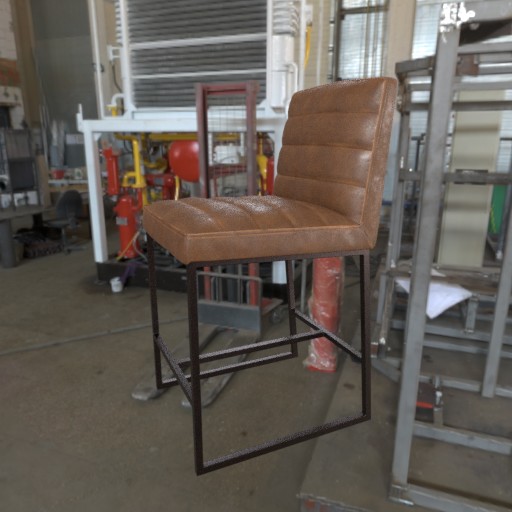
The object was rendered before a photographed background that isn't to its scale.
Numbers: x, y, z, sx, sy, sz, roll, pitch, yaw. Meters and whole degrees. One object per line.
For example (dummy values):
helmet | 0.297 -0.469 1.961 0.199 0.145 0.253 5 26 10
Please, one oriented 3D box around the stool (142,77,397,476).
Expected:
stool | 0.000 0.000 1.250 0.562 0.942 0.463 -7 17 -24
